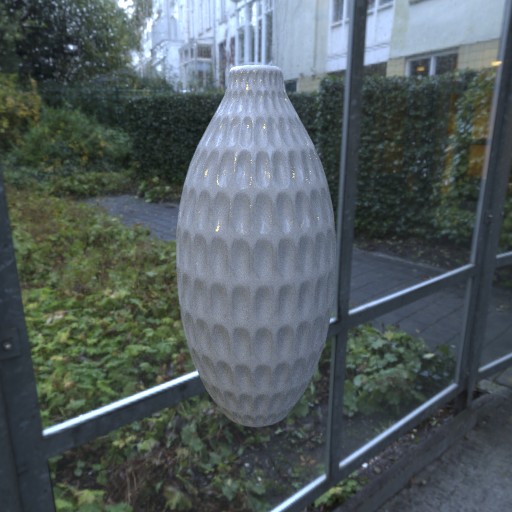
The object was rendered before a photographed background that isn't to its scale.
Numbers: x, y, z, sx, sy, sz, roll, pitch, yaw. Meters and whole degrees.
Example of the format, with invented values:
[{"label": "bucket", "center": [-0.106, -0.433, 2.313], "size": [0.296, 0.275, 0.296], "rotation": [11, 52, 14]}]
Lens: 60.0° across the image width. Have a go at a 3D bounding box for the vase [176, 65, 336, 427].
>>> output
[{"label": "vase", "center": [0.000, 0.000, 0.359], "size": [0.127, 0.282, 0.127], "rotation": [0, 17, 0]}]
